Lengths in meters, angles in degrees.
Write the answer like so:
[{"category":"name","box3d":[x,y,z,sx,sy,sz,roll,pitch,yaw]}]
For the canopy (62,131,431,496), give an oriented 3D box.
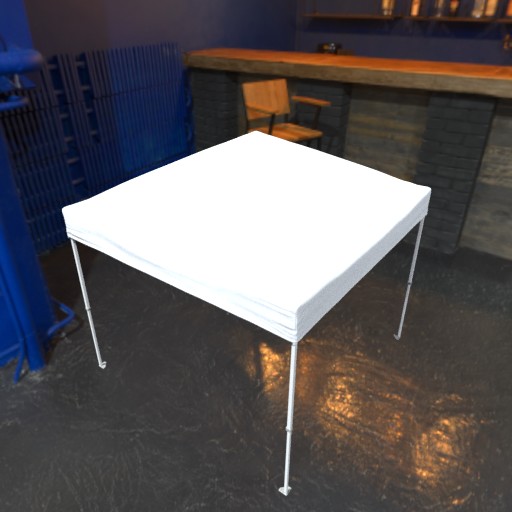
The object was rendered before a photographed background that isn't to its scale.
[{"category":"canopy","box3d":[0.000,0.000,5.362,2.998,2.997,2.996,20,35,31]}]
